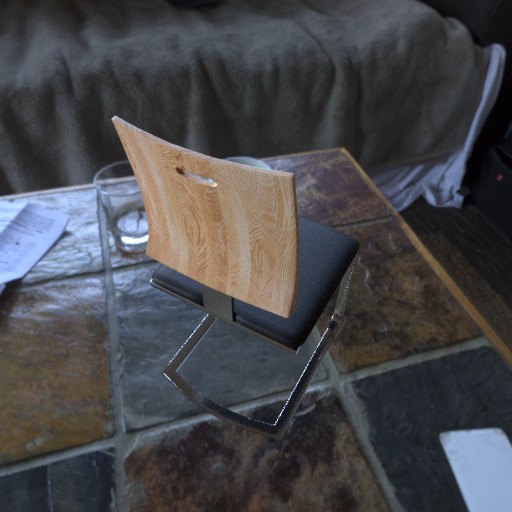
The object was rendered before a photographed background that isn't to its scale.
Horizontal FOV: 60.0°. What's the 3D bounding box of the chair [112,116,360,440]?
[{"bbox_3d":[0.000,0.000,1.230,0.462,0.936,0.560,22,50,20],"label":"chair"}]
